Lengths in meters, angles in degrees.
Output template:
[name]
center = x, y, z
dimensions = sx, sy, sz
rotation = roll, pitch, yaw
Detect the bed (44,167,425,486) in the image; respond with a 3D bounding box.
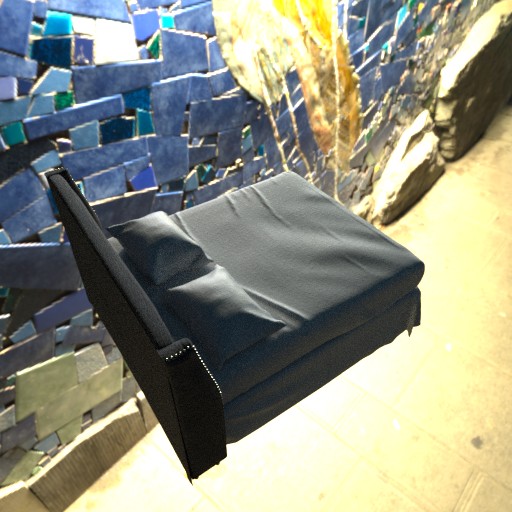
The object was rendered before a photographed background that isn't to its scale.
[bed]
center = 0.000, 0.000, 3.369
dimensions = 2.276, 1.332, 1.925
rotation = -25, 47, -25
